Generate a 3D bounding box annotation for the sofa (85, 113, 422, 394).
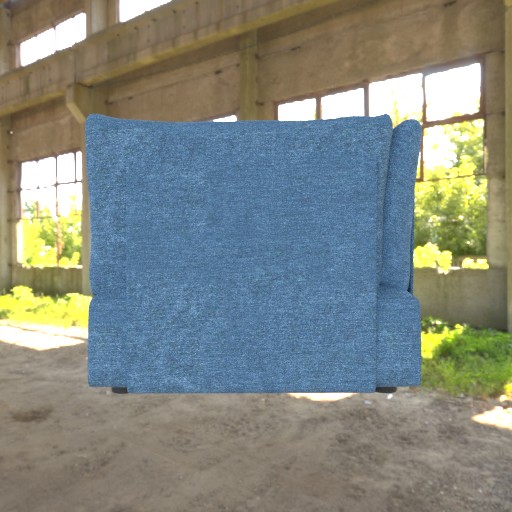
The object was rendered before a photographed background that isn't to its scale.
[{"bbox_3d":[0.000,0.000,1.737,1.000,0.820,1.000,0,0,0],"label":"sofa"}]
